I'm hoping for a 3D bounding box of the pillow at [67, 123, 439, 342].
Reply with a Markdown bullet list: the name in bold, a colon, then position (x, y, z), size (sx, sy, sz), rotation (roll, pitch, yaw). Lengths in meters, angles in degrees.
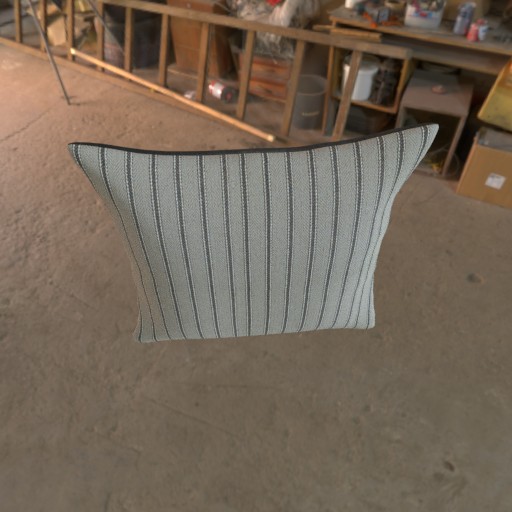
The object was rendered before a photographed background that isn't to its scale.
- **pillow**: position (0.000, 0.000, 0.704), size (0.468, 0.444, 0.138), rotation (-3, 47, -3)
